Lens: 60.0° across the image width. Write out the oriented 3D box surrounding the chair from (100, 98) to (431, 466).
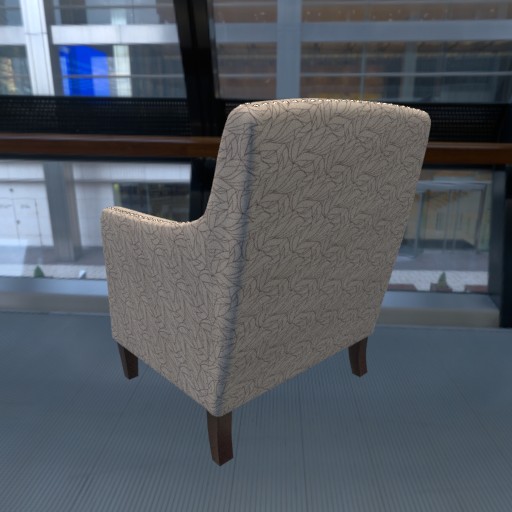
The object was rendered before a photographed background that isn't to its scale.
[{"bbox_3d":[0.000,0.000,1.256,0.623,0.816,0.651,-15,22,-41],"label":"chair"}]
